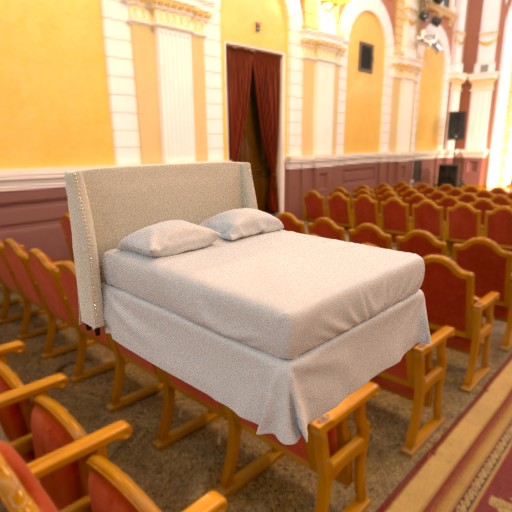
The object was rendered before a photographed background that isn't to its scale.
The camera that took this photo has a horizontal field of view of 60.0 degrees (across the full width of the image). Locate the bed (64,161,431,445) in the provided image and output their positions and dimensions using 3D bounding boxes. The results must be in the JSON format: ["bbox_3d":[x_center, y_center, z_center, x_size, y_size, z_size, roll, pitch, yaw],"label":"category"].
[{"bbox_3d":[0.000,0.000,3.454,2.276,1.332,1.925,14,20,42],"label":"bed"}]
